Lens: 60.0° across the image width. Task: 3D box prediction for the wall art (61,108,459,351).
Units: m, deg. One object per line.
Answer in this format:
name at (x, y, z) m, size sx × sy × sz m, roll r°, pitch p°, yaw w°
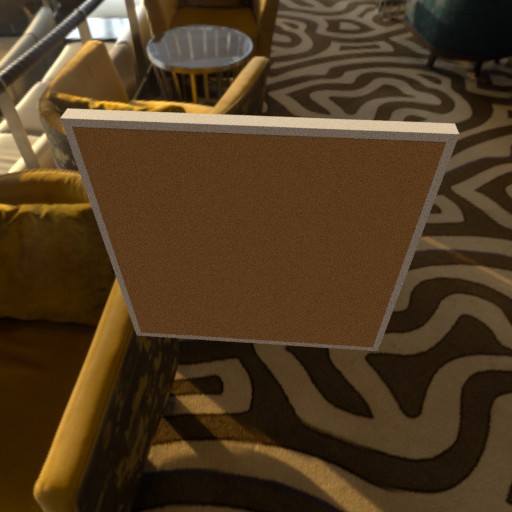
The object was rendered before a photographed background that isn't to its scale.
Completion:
wall art at (0.000, 0.000, 1.134) m, size 0.762 × 0.762 × 0.038 m, roll 3°, pitch 47°, yaw 3°
